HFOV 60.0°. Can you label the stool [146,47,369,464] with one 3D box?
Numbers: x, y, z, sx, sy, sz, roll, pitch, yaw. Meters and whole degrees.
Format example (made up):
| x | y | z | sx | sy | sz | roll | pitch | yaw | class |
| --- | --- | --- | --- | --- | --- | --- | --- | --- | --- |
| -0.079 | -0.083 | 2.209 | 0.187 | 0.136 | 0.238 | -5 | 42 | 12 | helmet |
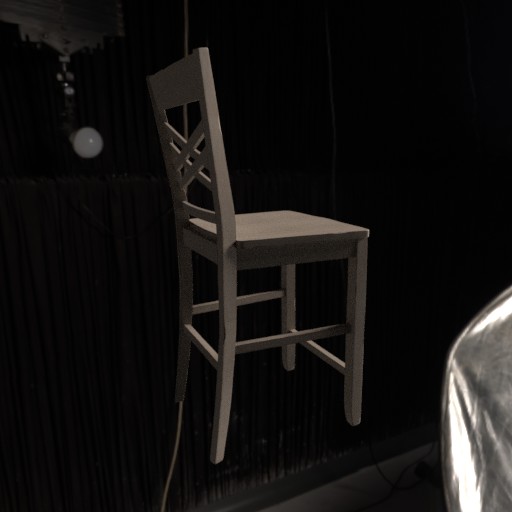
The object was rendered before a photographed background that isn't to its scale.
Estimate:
| x | y | z | sx | sy | sz | roll | pitch | yaw | class |
| --- | --- | --- | --- | --- | --- | --- | --- | --- | --- |
| 0.000 | 0.000 | 1.383 | 0.539 | 1.079 | 0.462 | -7 | 15 | -26 | stool |
